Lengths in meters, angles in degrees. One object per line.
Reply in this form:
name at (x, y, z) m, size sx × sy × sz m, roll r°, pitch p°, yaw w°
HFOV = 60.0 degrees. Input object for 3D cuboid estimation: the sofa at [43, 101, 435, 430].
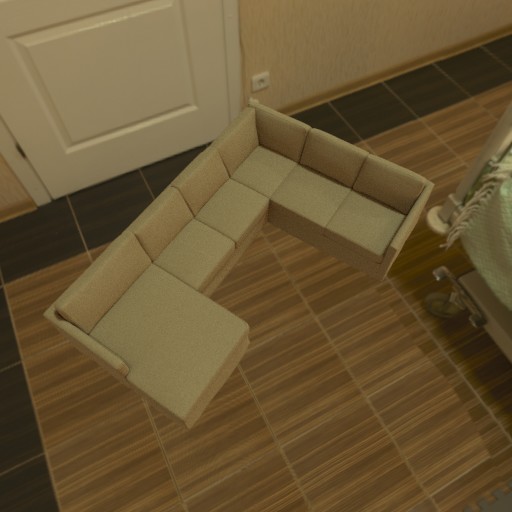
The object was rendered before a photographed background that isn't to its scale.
sofa at (0.000, 0.000, 4.680) m, size 2.476 × 0.878 × 3.528 m, roll 30°, pitch 64°, yaw 16°
